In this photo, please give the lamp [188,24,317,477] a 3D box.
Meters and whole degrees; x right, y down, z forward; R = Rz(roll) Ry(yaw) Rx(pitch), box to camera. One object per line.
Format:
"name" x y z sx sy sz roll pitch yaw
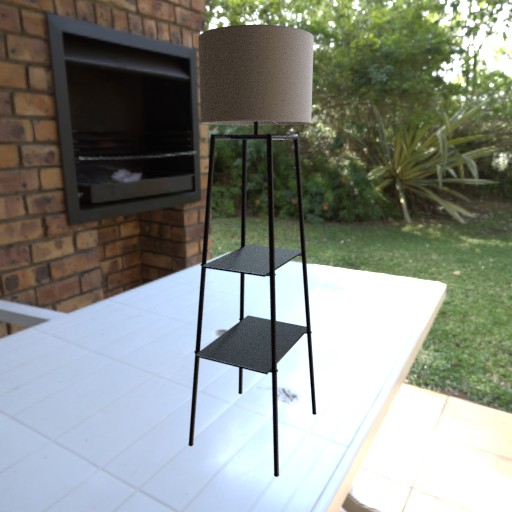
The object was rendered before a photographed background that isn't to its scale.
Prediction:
"lamp" 0.000 0.000 1.641 0.384 1.474 0.427 7 16 25
